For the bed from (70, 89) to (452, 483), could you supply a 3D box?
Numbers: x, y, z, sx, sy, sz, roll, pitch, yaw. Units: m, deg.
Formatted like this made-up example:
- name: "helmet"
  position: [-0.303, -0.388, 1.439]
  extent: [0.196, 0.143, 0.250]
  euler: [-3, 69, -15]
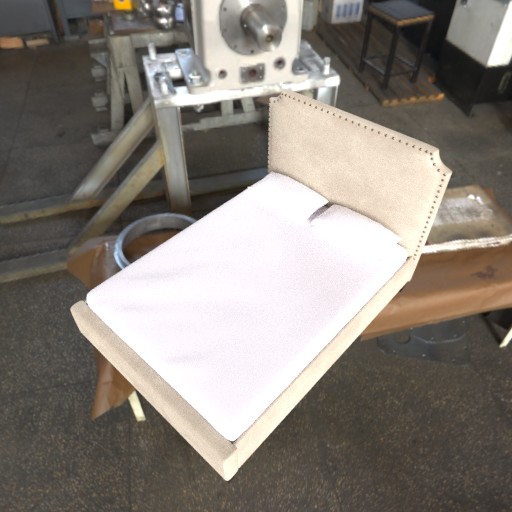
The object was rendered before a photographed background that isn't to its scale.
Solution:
- name: "bed"
  position: [0.000, 0.000, 3.392]
  extent: [1.712, 1.443, 2.372]
  euler: [33, 54, 28]
